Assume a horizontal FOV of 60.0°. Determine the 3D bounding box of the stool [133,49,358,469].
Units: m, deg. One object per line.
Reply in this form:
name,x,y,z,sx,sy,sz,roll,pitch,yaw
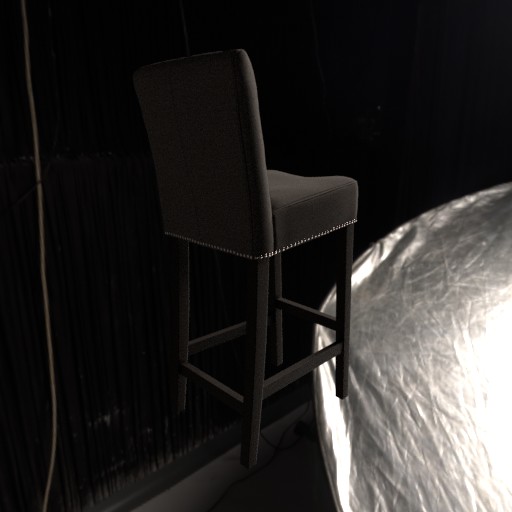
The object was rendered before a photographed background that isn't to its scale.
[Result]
stool,0.000,0.000,1.329,0.548,1.047,0.411,-15,22,-42
